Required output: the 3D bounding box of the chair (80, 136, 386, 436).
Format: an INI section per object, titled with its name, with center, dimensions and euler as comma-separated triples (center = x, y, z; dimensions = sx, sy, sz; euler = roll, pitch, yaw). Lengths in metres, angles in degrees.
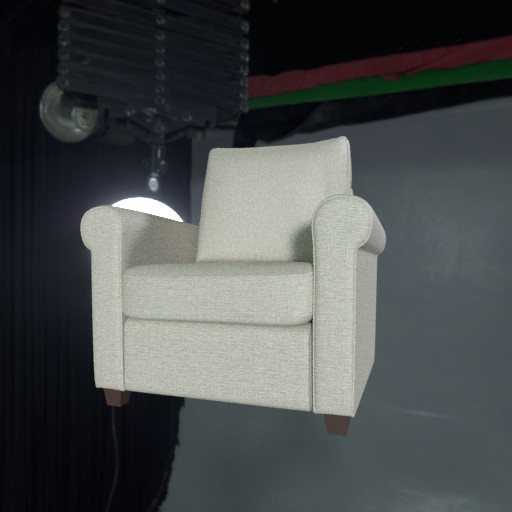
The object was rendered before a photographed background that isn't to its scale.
[chair]
center = 0.000, 0.000, 2.314
dimensions = 1.275, 1.349, 1.180
euler = 0, 0, 19
